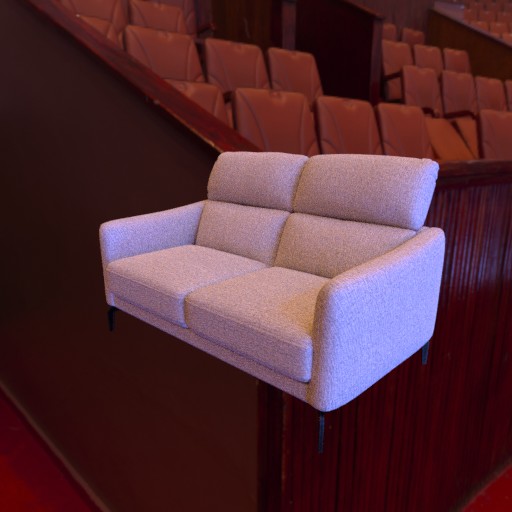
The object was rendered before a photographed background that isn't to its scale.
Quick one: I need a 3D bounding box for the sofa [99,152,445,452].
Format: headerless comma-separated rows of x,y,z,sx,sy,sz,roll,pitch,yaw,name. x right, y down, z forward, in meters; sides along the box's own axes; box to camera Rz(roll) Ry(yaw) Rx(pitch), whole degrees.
0.000,0.000,2.138,1.540,0.950,0.905,14,20,42,sofa
